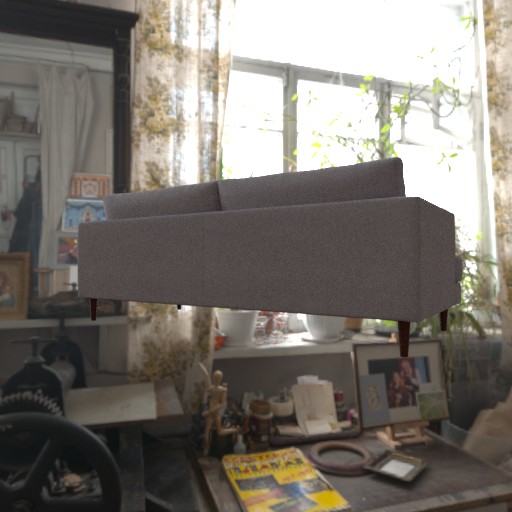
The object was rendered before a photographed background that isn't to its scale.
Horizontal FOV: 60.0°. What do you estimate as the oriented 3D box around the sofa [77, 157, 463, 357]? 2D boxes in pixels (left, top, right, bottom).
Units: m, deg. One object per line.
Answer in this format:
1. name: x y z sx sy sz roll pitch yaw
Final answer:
1. sofa: 0.000 0.000 2.796 2.250 0.868 1.020 0 -1 33
